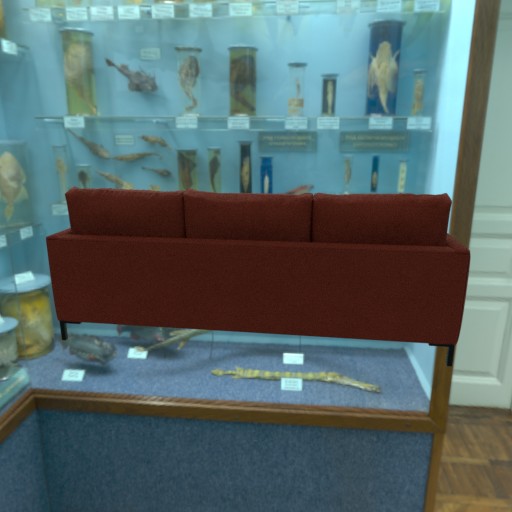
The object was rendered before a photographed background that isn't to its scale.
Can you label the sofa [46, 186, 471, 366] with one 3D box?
[{"bbox_3d":[0.000,0.000,2.740,2.252,0.879,0.875,2,15,8],"label":"sofa"}]
